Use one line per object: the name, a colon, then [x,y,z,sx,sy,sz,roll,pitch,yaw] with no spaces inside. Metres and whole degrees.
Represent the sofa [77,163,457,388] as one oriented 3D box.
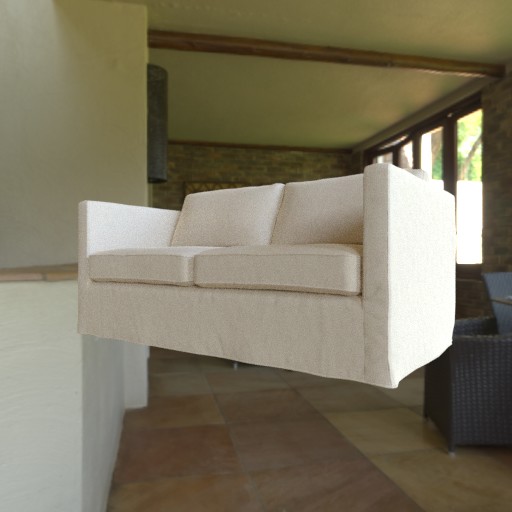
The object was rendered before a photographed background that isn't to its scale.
sofa: [0.000,0.000,2.268,1.746,0.834,0.962,0,0,36]
